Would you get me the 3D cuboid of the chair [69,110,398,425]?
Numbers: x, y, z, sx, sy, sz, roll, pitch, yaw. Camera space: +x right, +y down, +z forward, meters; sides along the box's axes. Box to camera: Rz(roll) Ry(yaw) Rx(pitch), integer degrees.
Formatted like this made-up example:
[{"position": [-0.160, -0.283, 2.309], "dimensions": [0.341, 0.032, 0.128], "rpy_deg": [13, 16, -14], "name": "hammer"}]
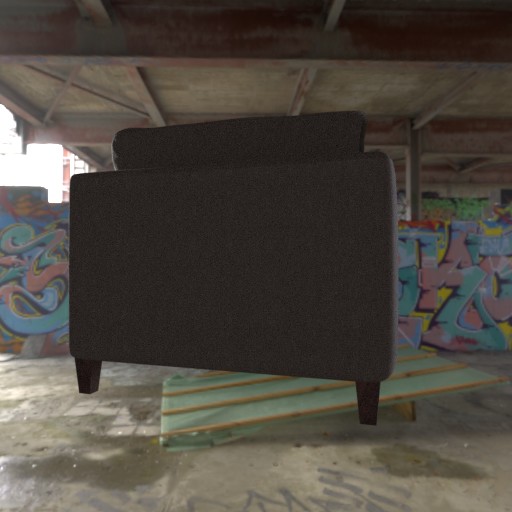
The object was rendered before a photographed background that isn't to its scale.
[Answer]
[{"position": [0.000, 0.000, 1.811], "dimensions": [1.107, 0.963, 0.959], "rpy_deg": [0, -1, 18], "name": "chair"}]
